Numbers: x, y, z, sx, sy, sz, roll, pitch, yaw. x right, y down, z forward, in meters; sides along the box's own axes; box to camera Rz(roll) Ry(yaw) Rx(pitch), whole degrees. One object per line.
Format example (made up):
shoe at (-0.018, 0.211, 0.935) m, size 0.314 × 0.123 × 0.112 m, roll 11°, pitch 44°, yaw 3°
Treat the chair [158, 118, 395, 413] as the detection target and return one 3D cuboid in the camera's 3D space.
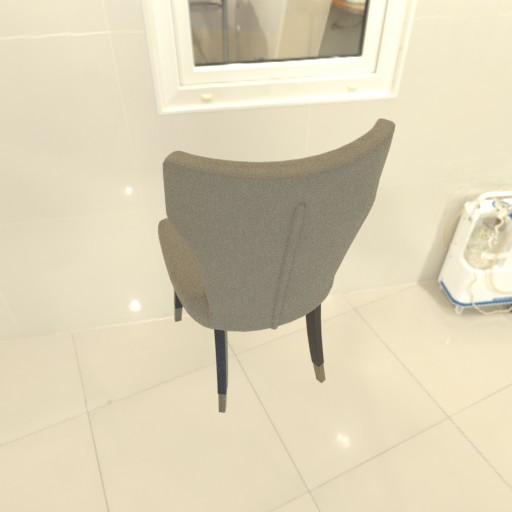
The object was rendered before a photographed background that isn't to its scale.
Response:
chair at (0.000, 0.000, 1.347) m, size 0.526 × 0.955 × 0.630 m, roll -12°, pitch 42°, yaw -14°
